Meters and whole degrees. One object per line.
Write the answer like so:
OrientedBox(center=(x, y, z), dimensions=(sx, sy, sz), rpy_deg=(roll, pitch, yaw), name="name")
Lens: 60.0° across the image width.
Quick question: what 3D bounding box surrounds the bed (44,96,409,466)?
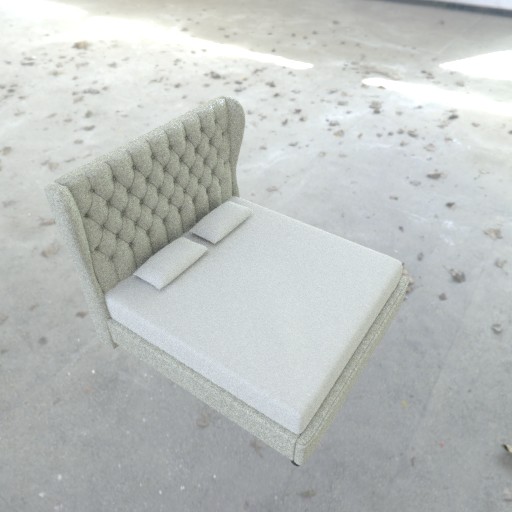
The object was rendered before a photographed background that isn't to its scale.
OrientedBox(center=(0.000, 0.000, 3.973), dimensions=(2.347, 1.771, 2.219), rpy_deg=(24, 47, 25), name="bed")
